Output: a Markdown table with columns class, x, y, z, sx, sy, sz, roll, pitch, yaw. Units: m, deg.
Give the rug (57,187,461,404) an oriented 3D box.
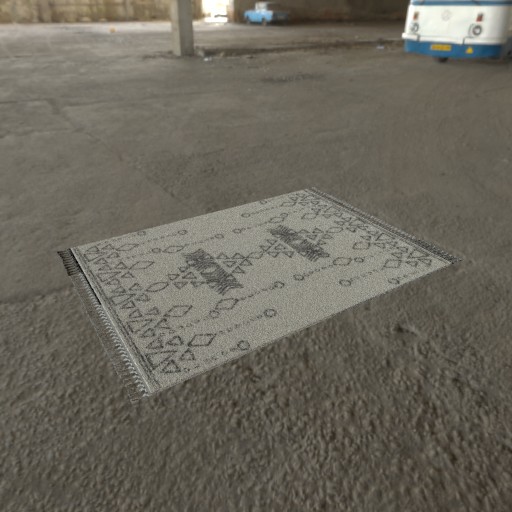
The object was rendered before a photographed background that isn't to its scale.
| class | x | y | z | sx | sy | sz | roll | pitch | yaw |
| --- | --- | --- | --- | --- | --- | --- | --- | --- | --- |
| rug | 0.000 | 0.000 | 3.070 | 2.312 | 0.013 | 1.600 | -18 | 35 | -28 |
